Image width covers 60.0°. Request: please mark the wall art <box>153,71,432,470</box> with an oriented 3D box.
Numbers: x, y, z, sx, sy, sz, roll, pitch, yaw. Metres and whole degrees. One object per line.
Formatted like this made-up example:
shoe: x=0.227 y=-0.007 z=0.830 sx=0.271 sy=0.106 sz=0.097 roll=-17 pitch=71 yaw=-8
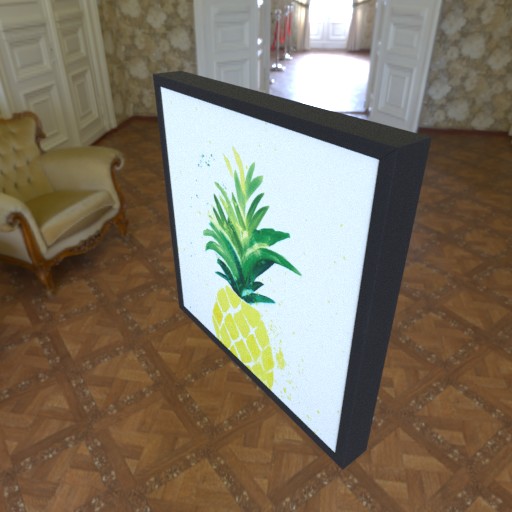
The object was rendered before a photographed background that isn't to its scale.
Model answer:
wall art: x=0.000 y=0.000 z=0.442 sx=0.033 sy=0.304 sz=0.305 roll=-22 pitch=38 yaw=-31
